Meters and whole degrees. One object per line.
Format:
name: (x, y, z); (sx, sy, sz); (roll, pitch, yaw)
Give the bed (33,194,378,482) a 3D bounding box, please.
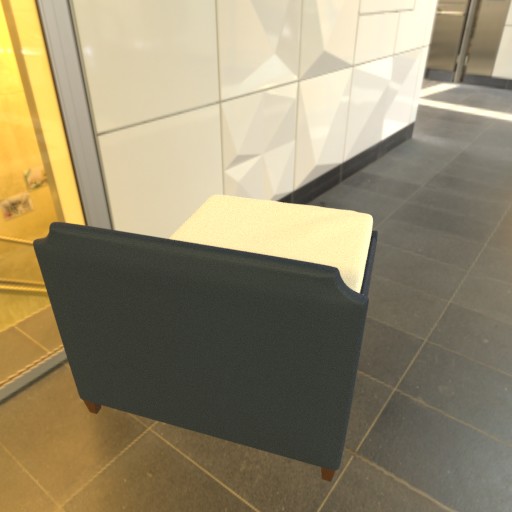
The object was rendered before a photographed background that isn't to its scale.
bed: (0.000, 0.000, 3.311); (1.712, 1.443, 2.372); (9, 33, 15)
